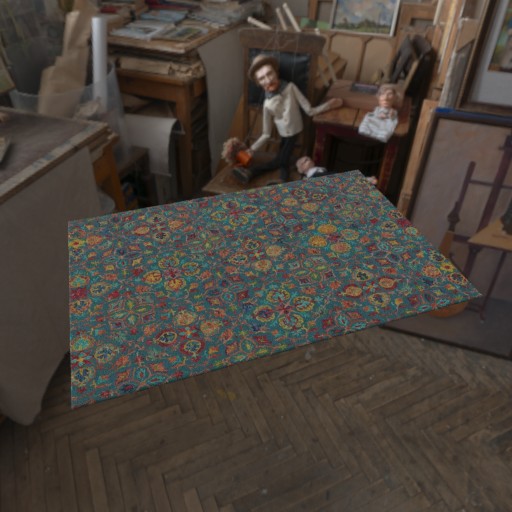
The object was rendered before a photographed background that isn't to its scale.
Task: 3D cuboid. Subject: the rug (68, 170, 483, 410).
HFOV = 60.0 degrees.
[{"bbox_3d":[0.000,0.000,2.286,1.836,0.014,1.216,-12,42,-14],"label":"rug"}]
